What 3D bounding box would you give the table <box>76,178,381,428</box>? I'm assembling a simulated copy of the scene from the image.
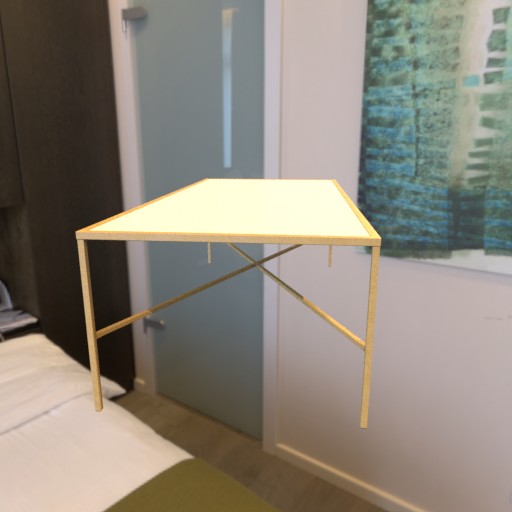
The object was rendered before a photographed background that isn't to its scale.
[{"bbox_3d":[0.000,0.000,1.462,0.580,0.398,1.206,2,15,6],"label":"table"}]
